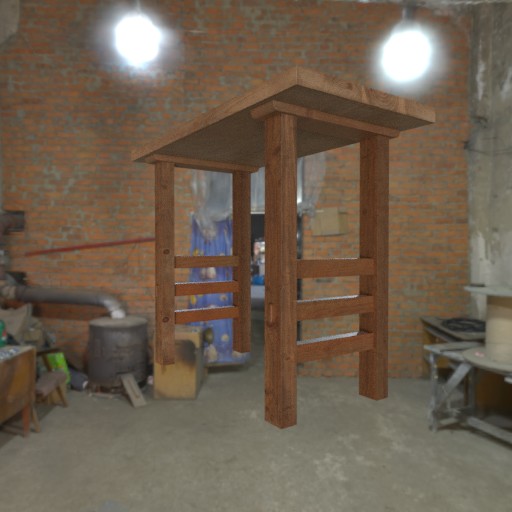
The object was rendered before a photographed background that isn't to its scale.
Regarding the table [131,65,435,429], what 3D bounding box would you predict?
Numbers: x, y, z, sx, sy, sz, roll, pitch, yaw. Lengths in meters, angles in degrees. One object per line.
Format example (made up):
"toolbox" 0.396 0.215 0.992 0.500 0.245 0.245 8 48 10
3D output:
"table" 0.000 0.000 1.660 0.556 0.914 1.119 -1 1 -35
